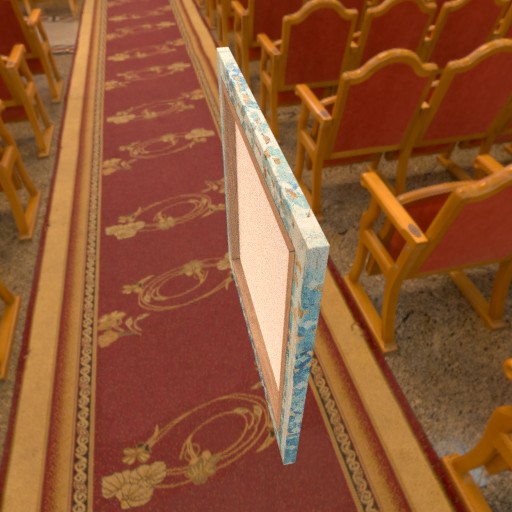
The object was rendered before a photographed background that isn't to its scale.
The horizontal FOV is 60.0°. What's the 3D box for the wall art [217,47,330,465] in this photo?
[{"bbox_3d":[0.000,0.000,1.360,0.040,0.916,0.916,-9,45,-9],"label":"wall art"}]
